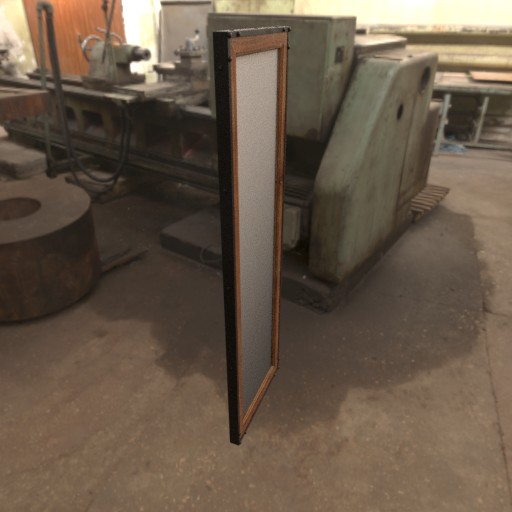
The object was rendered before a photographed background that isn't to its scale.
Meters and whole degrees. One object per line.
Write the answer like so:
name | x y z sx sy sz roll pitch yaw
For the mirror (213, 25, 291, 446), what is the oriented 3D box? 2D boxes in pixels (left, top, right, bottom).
mirror | 0.000 0.000 1.177 0.042 1.080 0.354 11 31 19
